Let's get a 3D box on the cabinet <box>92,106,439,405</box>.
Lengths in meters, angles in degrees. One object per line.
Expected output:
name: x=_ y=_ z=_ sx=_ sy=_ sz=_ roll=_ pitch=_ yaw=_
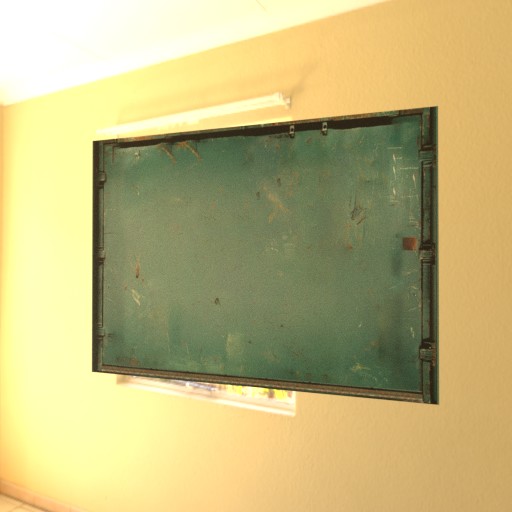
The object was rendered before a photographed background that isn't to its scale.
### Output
cabinet: x=0.000 y=0.000 z=3.993 sx=3.001 sy=2.160 sz=0.680 roll=0 pitch=-1 yaw=18
